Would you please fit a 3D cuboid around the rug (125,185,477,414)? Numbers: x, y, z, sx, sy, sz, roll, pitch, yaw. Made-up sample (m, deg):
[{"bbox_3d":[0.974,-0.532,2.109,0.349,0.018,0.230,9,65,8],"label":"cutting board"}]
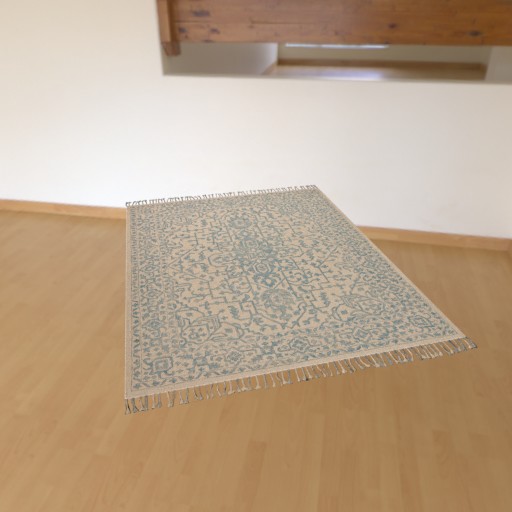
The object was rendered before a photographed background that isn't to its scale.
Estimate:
[{"bbox_3d":[0.000,0.000,4.292,2.464,0.010,3.327,-7,31,-12],"label":"rug"}]
